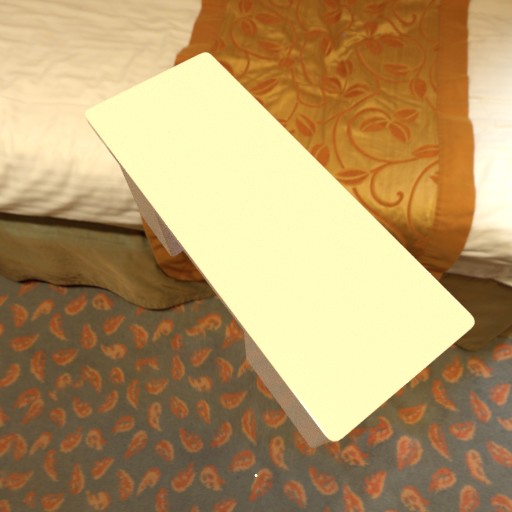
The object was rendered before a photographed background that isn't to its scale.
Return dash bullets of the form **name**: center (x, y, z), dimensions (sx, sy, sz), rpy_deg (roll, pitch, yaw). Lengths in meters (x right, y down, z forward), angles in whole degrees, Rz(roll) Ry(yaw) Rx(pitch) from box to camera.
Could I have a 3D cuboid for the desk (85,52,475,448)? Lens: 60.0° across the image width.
- **desk**: center (0.000, 0.000, 1.786), dimensions (0.550, 0.762, 1.400), rpy_deg (-34, 68, -15)
